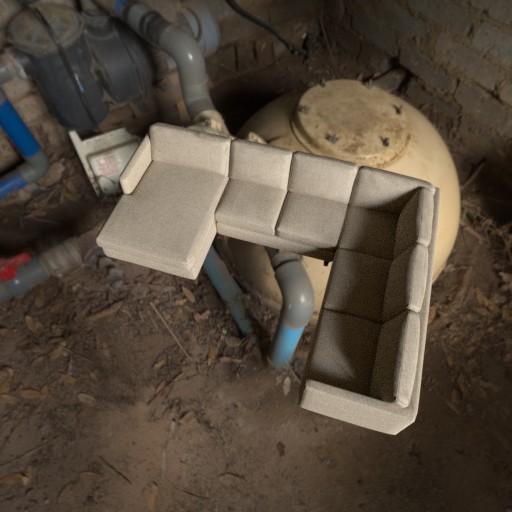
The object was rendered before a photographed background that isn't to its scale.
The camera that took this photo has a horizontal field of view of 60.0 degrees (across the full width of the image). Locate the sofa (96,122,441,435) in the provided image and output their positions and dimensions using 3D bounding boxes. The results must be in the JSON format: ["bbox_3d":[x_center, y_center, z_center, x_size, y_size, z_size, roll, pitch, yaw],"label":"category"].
[{"bbox_3d":[0.000,0.000,4.637,3.460,0.959,2.593,15,59,9],"label":"sofa"}]
